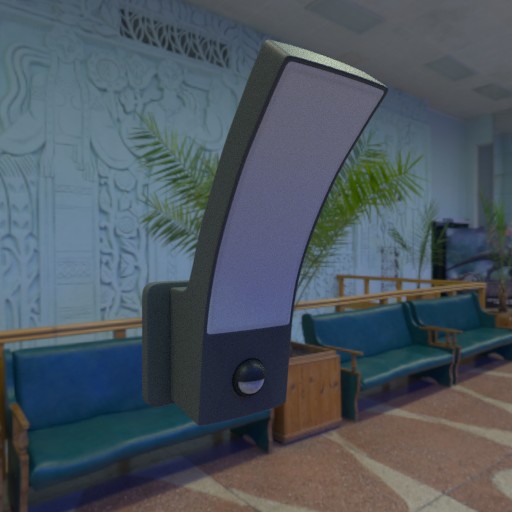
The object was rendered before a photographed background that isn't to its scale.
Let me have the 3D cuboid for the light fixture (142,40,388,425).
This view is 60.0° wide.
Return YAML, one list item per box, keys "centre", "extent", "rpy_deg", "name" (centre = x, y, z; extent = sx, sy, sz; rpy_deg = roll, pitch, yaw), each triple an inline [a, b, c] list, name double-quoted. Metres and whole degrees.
- centre: [0.000, 0.000, 0.320]
  extent: [0.108, 0.243, 0.174]
  rpy_deg: [-1, 1, -35]
  name: "light fixture"
